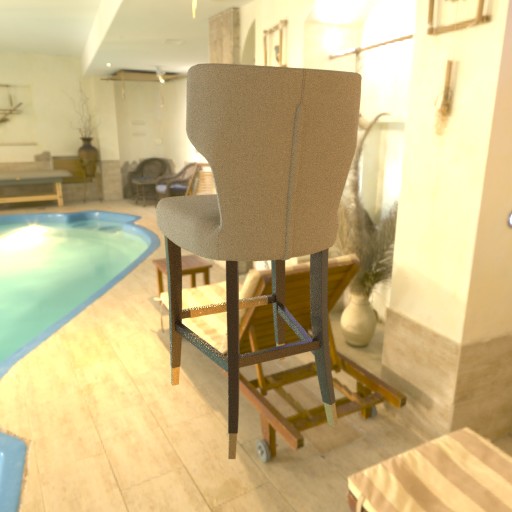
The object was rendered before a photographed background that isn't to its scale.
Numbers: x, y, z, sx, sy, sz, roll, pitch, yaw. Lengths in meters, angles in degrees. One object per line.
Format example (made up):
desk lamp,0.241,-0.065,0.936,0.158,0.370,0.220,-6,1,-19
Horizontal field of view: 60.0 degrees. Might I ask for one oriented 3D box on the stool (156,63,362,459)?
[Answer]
stool,0.000,0.000,1.437,0.526,1.092,0.563,-7,17,-24
